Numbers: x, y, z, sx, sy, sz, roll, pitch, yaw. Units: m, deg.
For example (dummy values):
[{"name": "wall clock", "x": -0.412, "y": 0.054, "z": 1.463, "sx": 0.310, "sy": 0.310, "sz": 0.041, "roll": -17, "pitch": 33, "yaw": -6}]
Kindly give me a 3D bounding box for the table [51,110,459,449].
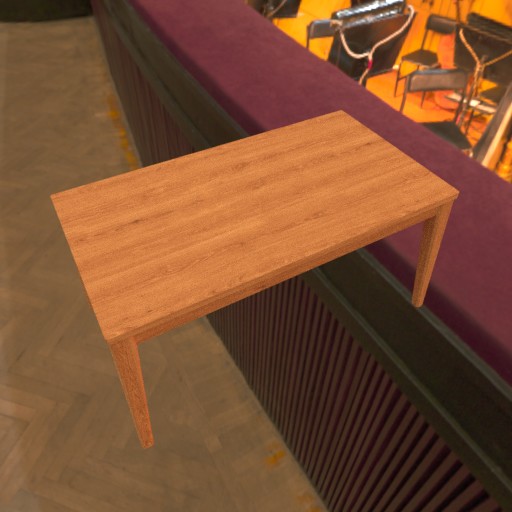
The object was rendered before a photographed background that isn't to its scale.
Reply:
[{"name": "table", "x": 0.000, "y": 0.000, "z": 2.163, "sx": 1.600, "sy": 0.760, "sz": 0.900, "roll": -22, "pitch": 49, "yaw": -20}]
